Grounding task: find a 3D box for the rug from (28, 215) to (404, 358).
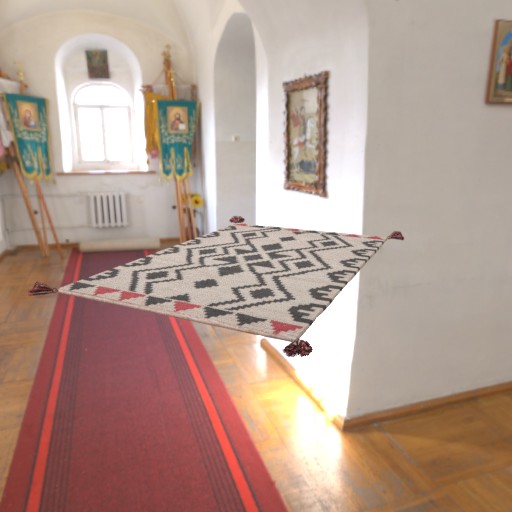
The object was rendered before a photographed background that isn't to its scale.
[{"bbox_3d":[0.000,0.000,2.645,1.444,0.067,2.069,7,17,25],"label":"rug"}]
